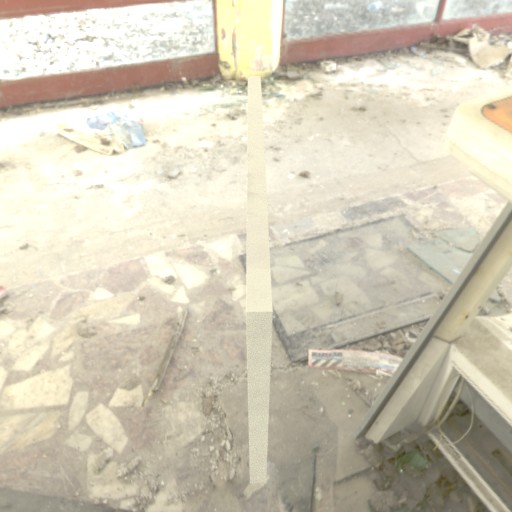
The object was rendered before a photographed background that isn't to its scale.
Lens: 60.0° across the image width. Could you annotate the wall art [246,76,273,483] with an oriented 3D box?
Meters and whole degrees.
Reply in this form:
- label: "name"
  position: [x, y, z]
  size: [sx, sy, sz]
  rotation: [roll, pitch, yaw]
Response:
- label: "wall art"
  position: [0.000, 0.000, 1.176]
  size: [0.038, 0.610, 0.915]
  rotation: [0, 42, 0]
